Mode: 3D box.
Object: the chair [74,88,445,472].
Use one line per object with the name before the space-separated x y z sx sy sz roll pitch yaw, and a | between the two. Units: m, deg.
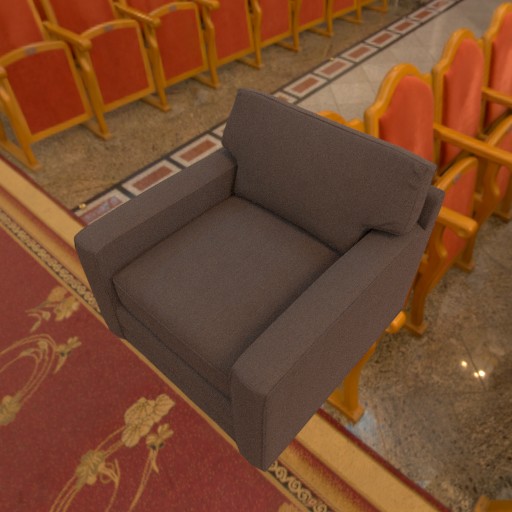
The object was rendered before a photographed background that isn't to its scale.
chair | 0.000 0.000 1.817 0.997 0.913 1.043 33 54 28
